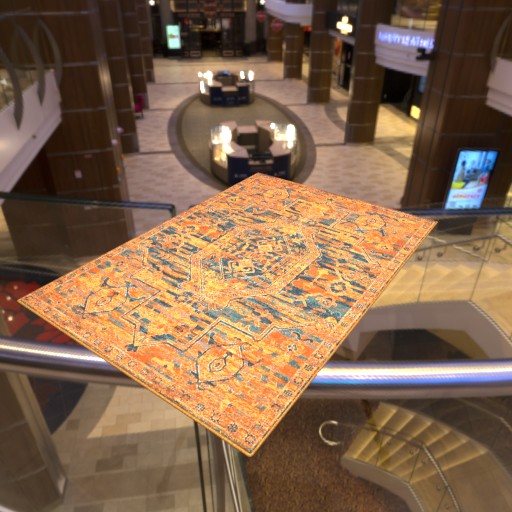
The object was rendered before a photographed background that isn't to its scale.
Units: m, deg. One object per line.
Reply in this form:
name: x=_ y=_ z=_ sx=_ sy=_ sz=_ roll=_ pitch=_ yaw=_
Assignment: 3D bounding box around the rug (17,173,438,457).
rug: x=0.000 y=0.000 z=3.603 sx=2.043 sy=0.019 sz=2.916 roll=21 pitch=38 yaw=30
